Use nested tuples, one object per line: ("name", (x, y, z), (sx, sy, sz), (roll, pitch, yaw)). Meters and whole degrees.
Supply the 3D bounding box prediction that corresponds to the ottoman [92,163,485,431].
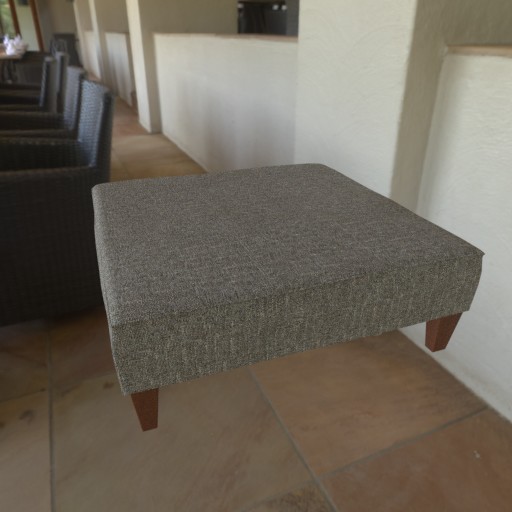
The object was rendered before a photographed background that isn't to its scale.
("ottoman", (0.000, 0.000, 1.527), (1.016, 0.379, 0.981), (-10, 28, -18))
